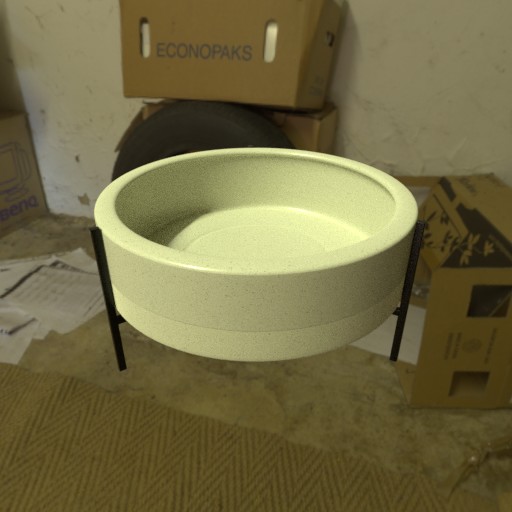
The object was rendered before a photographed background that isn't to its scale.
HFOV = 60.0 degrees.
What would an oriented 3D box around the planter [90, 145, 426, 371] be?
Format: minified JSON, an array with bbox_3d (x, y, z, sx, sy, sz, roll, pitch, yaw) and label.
[{"bbox_3d":[0.000,0.000,0.525,0.336,0.171,0.345,-1,30,-2],"label":"planter"}]
